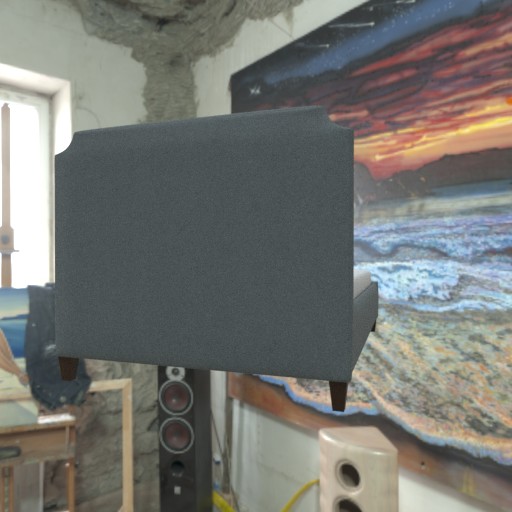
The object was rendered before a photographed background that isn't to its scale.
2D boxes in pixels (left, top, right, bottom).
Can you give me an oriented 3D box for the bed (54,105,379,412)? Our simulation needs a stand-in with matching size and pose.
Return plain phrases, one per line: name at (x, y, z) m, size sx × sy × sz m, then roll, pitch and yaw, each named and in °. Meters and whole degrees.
bed at (0.000, 0.000, 3.391) m, size 1.712 × 1.443 × 2.372 m, roll 0°, pitch 0°, yaw 19°
